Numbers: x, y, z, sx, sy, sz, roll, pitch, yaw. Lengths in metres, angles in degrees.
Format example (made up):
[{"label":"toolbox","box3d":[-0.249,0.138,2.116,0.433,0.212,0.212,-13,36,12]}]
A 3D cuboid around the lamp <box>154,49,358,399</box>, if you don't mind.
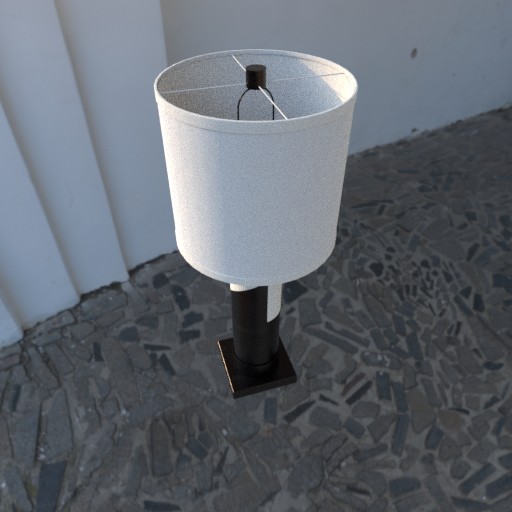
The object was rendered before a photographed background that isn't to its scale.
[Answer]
[{"label":"lamp","box3d":[0.000,0.000,0.620,0.211,0.509,0.211,-11,42,-13]}]
